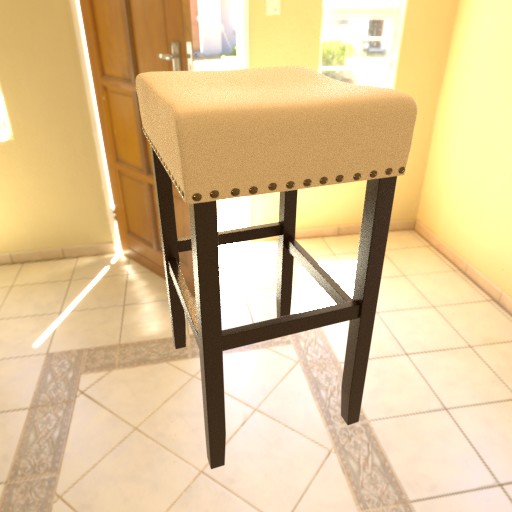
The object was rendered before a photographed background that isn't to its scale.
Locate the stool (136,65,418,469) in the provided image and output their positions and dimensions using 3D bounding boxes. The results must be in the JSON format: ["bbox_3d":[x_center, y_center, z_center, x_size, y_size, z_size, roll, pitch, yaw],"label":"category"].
[{"bbox_3d":[0.000,0.000,1.023,0.401,0.762,0.471,-10,31,-18],"label":"stool"}]
